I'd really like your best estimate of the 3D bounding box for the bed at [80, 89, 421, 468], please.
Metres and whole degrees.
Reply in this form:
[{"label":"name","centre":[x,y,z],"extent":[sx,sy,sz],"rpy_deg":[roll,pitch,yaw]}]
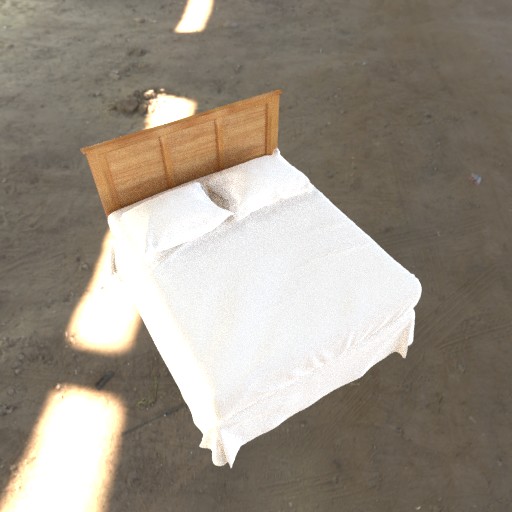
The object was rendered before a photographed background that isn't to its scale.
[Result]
[{"label":"bed","centre":[0.000,0.000,3.256],"extent":[1.870,1.273,2.035],"rpy_deg":[-24,52,-21]}]
